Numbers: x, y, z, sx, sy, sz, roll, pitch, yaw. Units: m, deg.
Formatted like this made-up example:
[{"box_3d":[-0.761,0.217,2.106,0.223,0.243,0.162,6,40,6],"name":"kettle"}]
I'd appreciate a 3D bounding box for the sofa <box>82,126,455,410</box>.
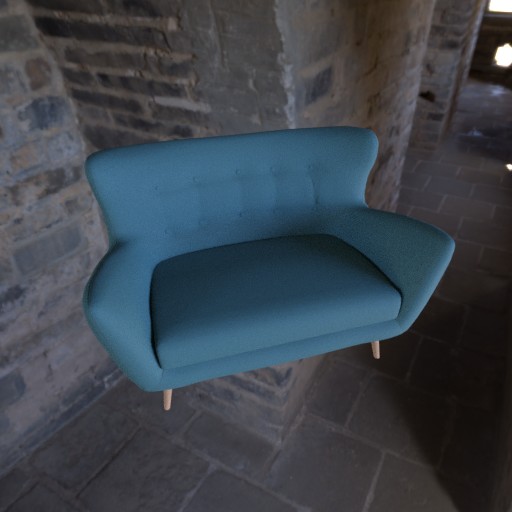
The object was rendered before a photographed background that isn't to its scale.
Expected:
[{"box_3d":[0.000,0.000,1.970,1.397,0.889,0.889,-9,34,-14],"name":"sofa"}]
